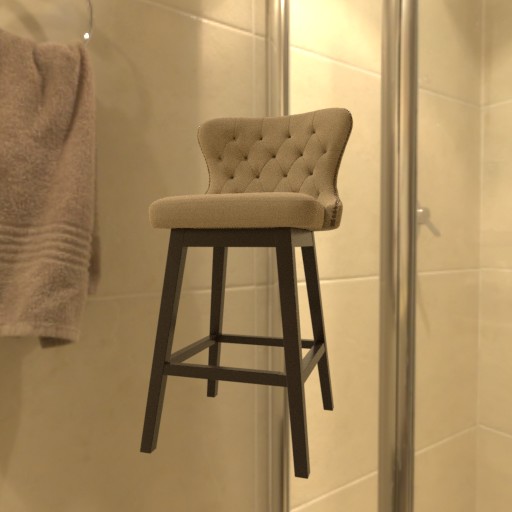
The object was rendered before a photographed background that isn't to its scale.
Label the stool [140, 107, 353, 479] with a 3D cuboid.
[{"bbox_3d":[0.000,0.000,1.316,0.528,0.971,0.593,1,2,17],"label":"stool"}]
